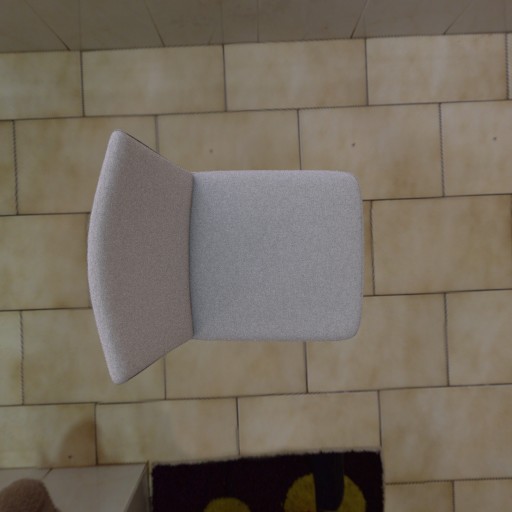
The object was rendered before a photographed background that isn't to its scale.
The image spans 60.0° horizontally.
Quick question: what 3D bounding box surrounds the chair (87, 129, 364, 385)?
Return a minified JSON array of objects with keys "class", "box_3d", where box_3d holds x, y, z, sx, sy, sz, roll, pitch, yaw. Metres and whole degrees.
[{"class":"chair","box_3d":[0.000,0.000,1.153,0.570,0.859,0.456,0,90,0]}]
